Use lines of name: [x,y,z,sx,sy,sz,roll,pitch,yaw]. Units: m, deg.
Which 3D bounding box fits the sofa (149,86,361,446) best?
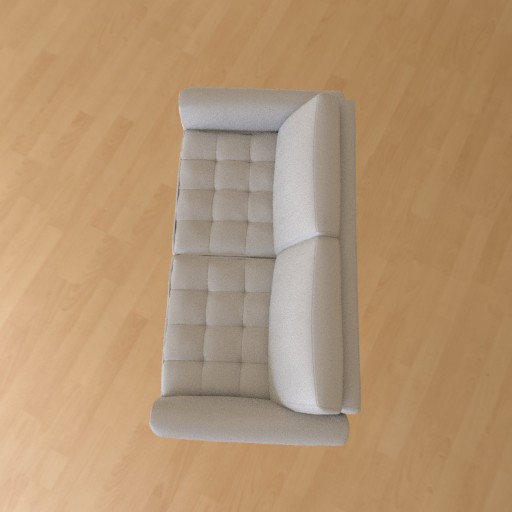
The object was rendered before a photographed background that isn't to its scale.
sofa: [0.000,0.000,2.748,1.121,0.930,2.177,2,76,1]
